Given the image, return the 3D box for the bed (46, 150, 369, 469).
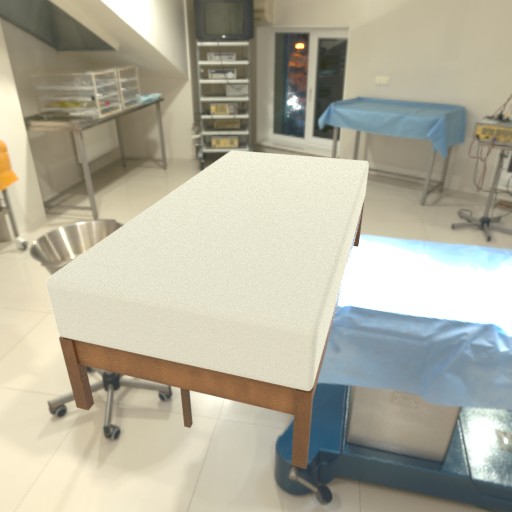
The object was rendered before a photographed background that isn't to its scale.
[{"bbox_3d":[0.000,0.000,2.353,0.961,0.616,1.902,8,29,15],"label":"bed"}]
